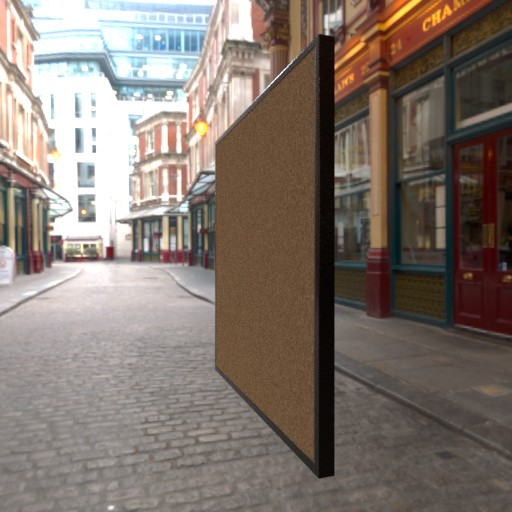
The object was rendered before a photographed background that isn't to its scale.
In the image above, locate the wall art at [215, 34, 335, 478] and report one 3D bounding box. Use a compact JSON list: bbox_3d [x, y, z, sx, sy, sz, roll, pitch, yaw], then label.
[{"bbox_3d":[0.000,0.000,0.515,0.014,0.349,0.349,0,0,-19],"label":"wall art"}]
